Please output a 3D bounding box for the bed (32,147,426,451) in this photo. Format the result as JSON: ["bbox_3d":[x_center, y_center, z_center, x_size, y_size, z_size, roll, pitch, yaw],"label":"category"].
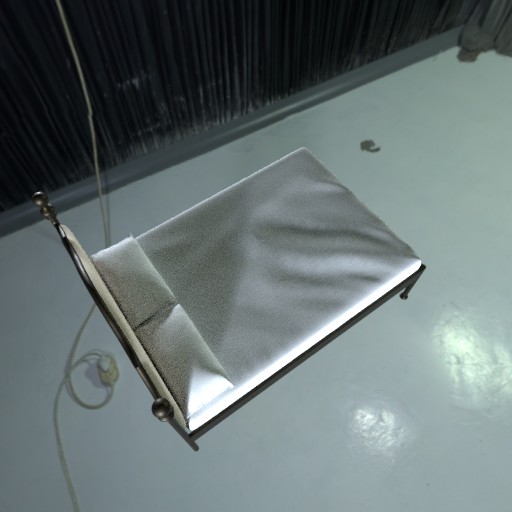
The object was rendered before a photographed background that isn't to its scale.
[{"bbox_3d":[0.000,0.000,3.196,2.170,1.462,1.533,-32,65,-17],"label":"bed"}]
